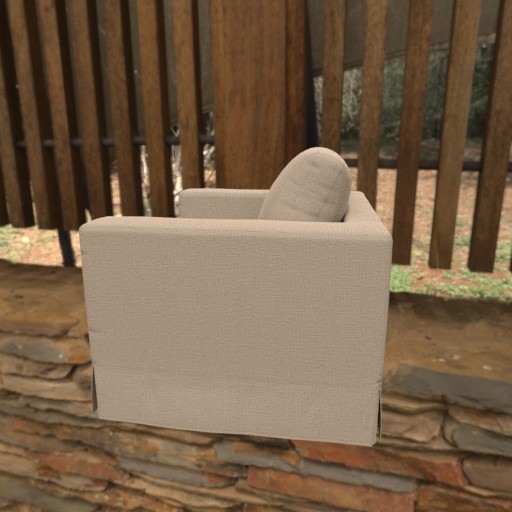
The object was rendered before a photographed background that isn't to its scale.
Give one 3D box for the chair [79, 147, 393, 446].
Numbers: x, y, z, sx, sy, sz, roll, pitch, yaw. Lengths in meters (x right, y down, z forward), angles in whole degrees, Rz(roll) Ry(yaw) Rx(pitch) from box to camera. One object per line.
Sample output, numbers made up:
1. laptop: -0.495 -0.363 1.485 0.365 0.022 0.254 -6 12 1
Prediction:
1. chair: 0.000 0.000 1.847 0.957 0.878 1.150 2 15 9
